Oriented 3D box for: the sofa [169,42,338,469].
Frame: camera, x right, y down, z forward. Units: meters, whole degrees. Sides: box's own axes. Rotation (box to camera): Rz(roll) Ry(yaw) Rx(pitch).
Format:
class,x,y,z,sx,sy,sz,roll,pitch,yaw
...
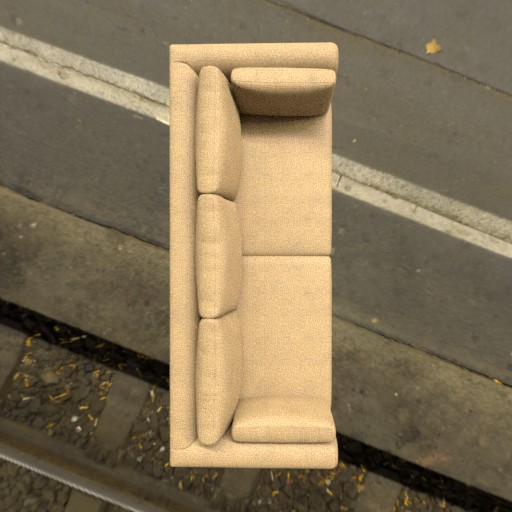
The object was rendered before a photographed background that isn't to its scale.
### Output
class,x,y,z,sx,sy,sz,roll,pitch,yaw
sofa,0.000,0.000,2.824,0.969,0.867,2.415,0,90,2
